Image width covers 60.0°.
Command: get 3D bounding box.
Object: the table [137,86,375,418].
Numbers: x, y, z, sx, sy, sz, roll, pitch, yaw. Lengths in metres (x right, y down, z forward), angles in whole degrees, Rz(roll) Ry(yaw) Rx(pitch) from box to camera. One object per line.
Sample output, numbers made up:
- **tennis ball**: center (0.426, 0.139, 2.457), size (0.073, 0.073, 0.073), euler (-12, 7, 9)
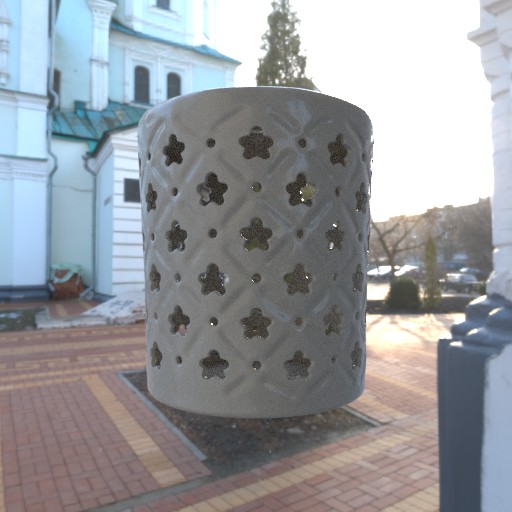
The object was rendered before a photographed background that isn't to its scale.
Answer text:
- **table**: center (0.000, 0.000, 0.670), size (0.352, 0.387, 0.352), euler (0, -2, 0)
